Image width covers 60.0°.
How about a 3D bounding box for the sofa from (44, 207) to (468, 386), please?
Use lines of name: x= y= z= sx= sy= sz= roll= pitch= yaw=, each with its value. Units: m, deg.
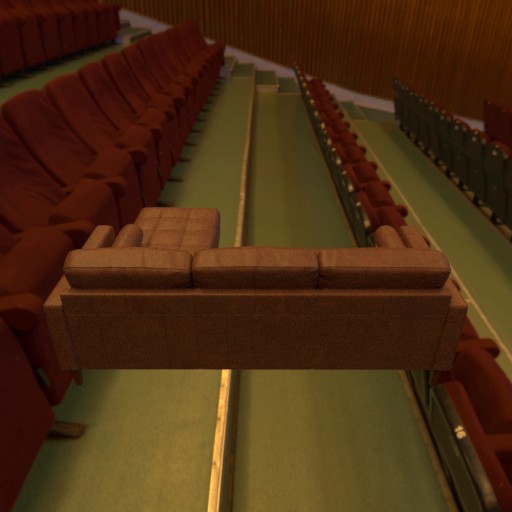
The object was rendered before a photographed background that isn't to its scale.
sofa: x=0.000 y=0.000 z=2.997 sx=2.185 sy=0.841 sz=1.613 roll=0 pitch=31 yaw=0
